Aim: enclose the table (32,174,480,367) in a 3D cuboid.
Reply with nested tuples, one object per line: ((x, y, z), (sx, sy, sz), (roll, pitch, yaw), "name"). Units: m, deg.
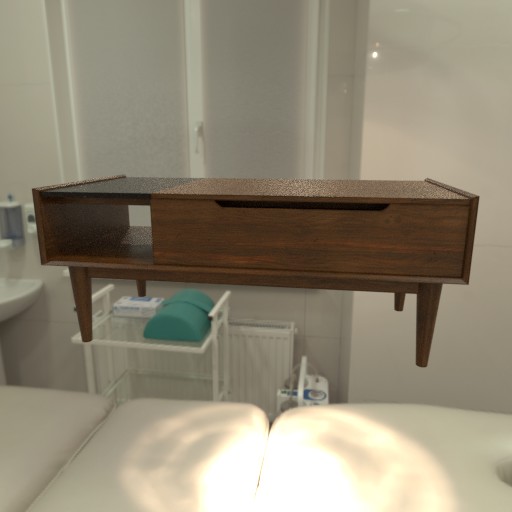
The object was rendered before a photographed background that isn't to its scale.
((0.000, 0.000, 1.547), (1.221, 0.508, 0.610), (2, 14, 9), "table")
